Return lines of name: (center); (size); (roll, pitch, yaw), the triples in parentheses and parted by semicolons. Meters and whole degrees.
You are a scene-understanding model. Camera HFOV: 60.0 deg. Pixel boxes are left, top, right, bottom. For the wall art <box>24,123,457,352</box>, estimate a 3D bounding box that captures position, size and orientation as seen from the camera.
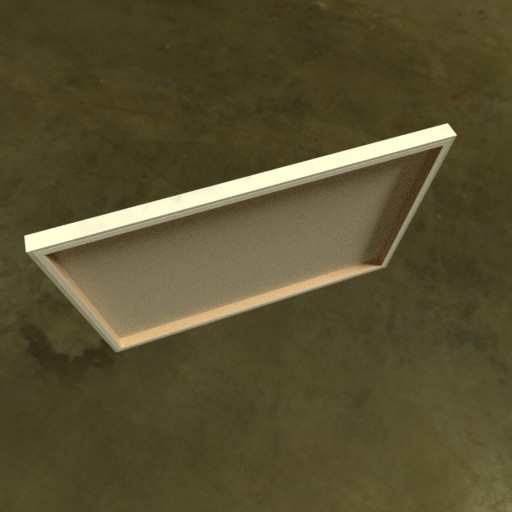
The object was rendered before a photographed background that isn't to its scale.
wall art: (0.000, 0.000, 1.170); (0.915, 0.610, 0.038); (-17, 62, -9)
